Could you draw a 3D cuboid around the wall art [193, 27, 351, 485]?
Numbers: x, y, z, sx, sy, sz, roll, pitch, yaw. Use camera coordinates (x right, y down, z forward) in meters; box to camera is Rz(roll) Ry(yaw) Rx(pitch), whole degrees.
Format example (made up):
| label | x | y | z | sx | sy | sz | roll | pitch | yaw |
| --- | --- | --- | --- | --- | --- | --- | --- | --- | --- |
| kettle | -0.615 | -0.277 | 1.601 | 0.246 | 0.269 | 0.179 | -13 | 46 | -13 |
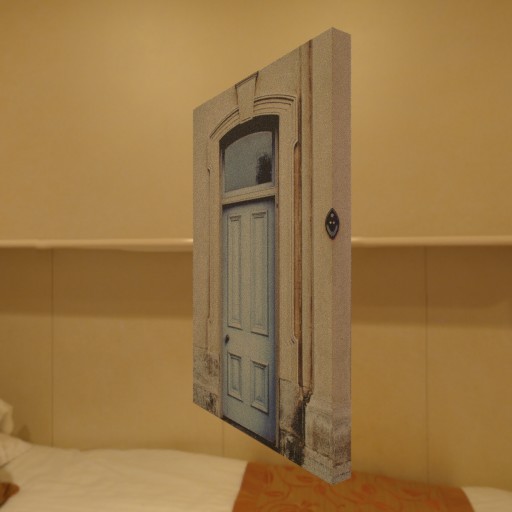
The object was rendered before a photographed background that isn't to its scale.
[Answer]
| label | x | y | z | sx | sy | sz | roll | pitch | yaw |
| --- | --- | --- | --- | --- | --- | --- | --- | --- | --- |
| wall art | 0.000 | 0.000 | 0.762 | 0.036 | 0.607 | 0.403 | 0 | 0 | -35 |
